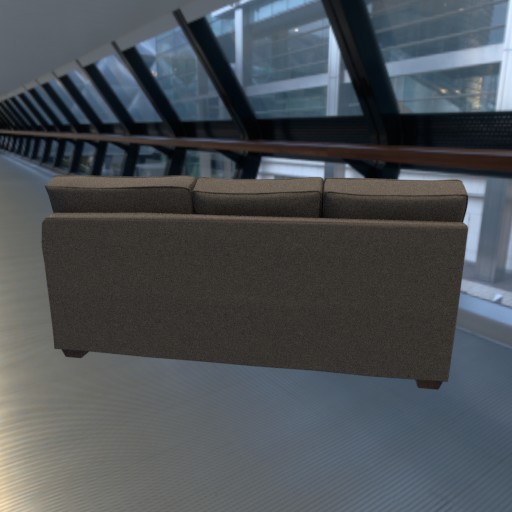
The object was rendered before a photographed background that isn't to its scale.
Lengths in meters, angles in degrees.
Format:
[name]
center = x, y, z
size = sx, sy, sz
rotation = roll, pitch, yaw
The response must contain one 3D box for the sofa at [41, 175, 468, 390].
[sofa]
center = 0.000, 0.000, 2.506
size = 1.963, 0.946, 1.034
rotation = 3, 15, 10
